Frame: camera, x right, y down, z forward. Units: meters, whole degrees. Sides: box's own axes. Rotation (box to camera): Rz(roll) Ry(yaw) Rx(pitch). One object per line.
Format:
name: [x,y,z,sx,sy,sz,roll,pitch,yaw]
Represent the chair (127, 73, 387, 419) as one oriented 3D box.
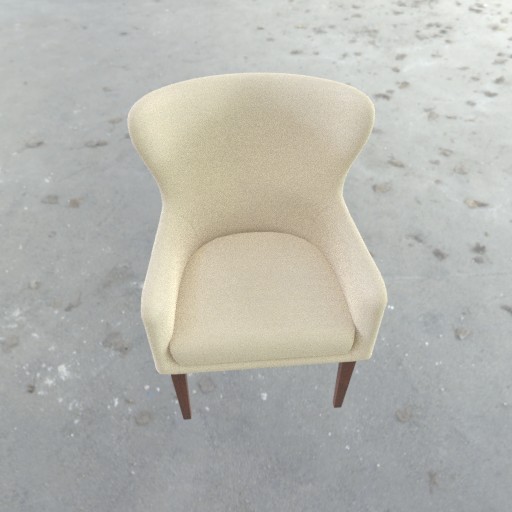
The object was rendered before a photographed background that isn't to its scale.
chair: [0.000,0.000,1.504,0.696,0.990,0.744,-3,46,-3]
